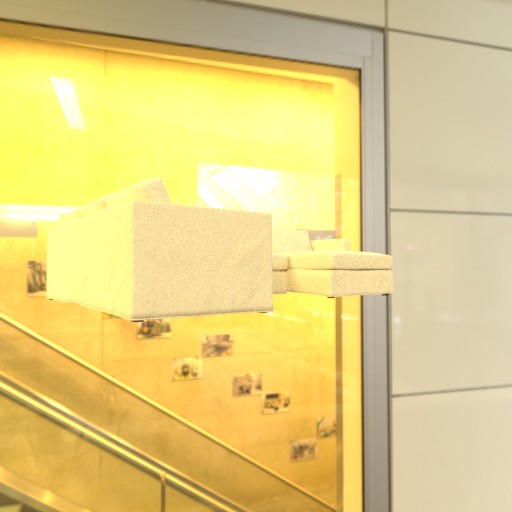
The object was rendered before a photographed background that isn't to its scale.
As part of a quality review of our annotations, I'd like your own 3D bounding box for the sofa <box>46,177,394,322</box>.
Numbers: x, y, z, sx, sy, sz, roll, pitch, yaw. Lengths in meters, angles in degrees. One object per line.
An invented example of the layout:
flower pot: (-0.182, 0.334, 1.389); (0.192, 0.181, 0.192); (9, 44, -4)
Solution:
sofa: (0.000, 0.000, 4.474); (3.460, 0.882, 2.427); (1, -2, -36)
